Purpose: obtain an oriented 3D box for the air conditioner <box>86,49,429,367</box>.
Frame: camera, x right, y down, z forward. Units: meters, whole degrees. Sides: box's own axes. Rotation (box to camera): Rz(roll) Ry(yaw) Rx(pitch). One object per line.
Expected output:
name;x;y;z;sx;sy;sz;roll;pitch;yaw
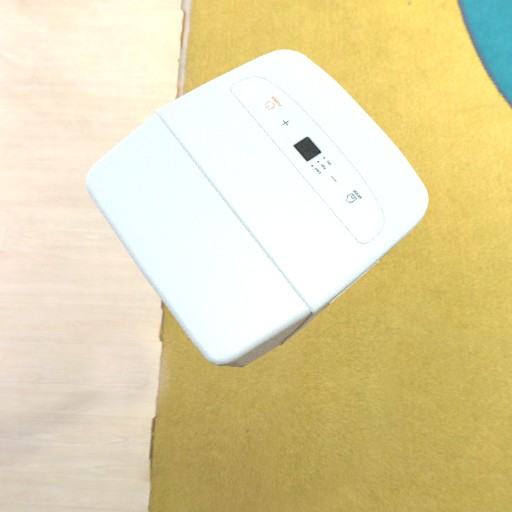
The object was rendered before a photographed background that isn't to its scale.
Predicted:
air conditioner;0.000;0.000;0.794;0.349;0.606;0.304;-36;78;-9
